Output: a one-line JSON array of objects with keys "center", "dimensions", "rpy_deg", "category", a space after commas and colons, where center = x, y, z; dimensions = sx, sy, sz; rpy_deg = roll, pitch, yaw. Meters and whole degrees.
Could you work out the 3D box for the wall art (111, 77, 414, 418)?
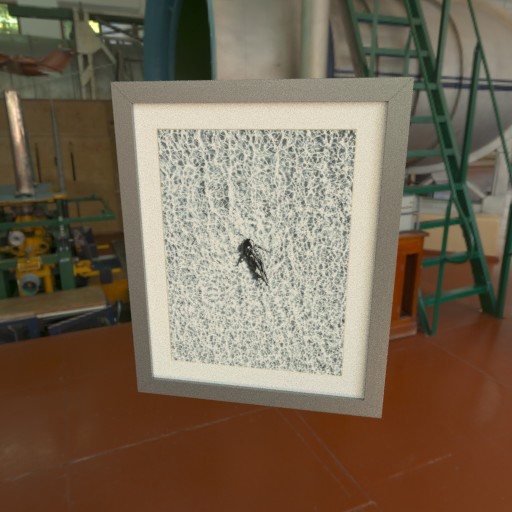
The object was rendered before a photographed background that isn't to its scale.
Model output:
[{"center": [0.000, 0.000, 0.513], "dimensions": [0.308, 0.379, 0.030], "rpy_deg": [3, 17, 10], "category": "wall art"}]
